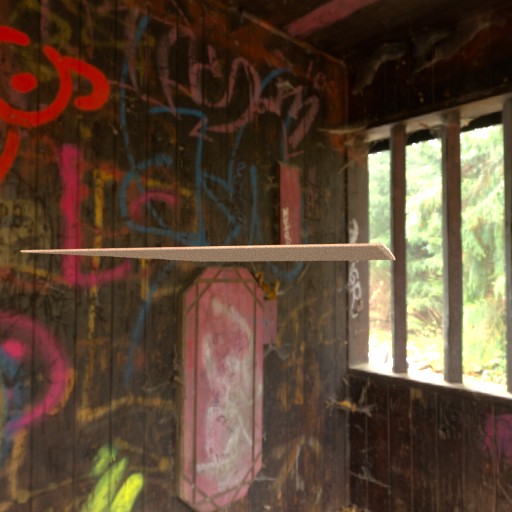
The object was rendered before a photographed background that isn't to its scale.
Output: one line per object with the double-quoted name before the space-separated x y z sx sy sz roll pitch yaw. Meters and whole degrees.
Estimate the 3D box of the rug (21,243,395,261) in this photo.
"rug" 0.000 0.000 4.126 2.431 0.021 3.057 -1 -2 18
